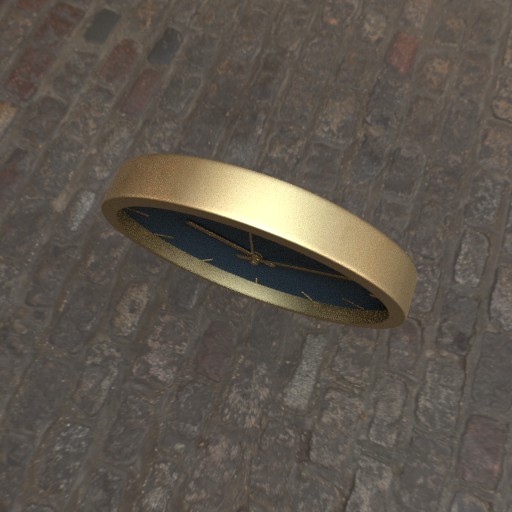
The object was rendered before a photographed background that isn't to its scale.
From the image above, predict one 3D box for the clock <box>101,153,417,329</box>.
[{"bbox_3d":[0.000,0.000,0.457,0.314,0.314,0.040,20,76,5],"label":"clock"}]
